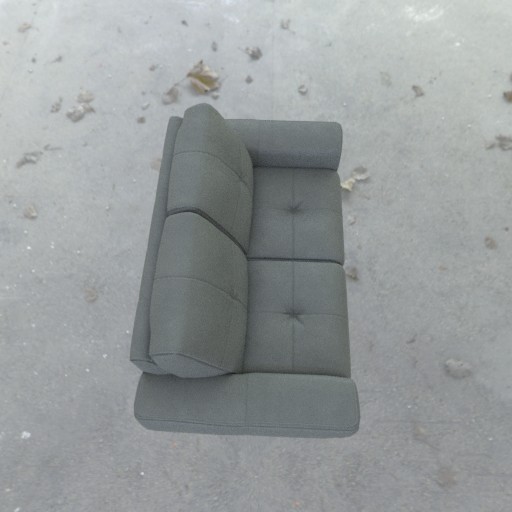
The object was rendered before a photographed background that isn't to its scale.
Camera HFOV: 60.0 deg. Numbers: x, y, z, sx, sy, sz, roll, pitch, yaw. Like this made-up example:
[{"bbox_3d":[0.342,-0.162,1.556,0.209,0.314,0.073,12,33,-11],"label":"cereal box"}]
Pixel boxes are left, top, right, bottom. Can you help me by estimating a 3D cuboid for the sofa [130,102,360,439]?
[{"bbox_3d":[0.000,0.000,2.400,1.018,0.907,1.806,2,64,1],"label":"sofa"}]
